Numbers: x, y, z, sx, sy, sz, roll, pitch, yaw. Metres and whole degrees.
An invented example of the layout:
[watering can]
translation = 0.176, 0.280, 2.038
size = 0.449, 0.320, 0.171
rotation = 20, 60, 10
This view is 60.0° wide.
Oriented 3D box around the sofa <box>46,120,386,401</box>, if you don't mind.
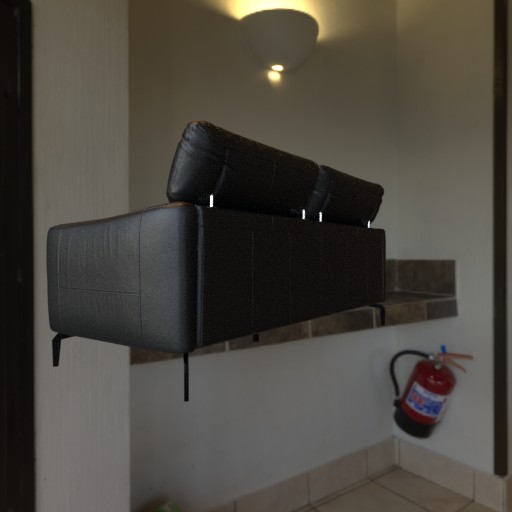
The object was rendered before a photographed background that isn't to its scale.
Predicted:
[sofa]
translation = 0.000, 0.000, 2.480
size = 0.856, 0.957, 2.069
rotation = 0, 0, 35
